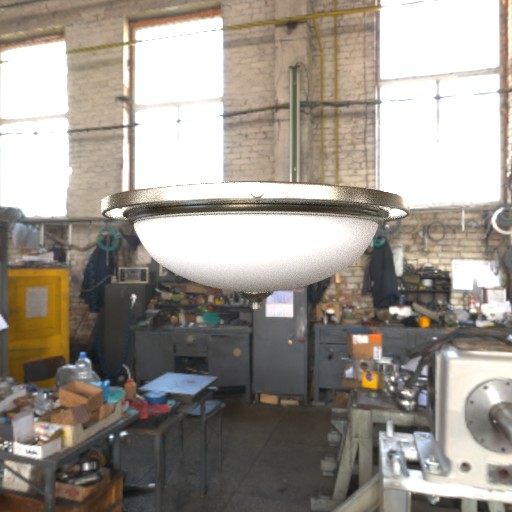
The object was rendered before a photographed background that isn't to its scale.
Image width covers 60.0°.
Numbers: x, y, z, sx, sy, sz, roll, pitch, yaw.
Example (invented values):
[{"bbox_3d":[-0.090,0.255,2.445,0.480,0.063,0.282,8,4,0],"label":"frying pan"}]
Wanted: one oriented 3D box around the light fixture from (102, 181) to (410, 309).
[{"bbox_3d":[0.000,0.000,0.549,0.361,0.130,0.361,0,0,0],"label":"light fixture"}]
